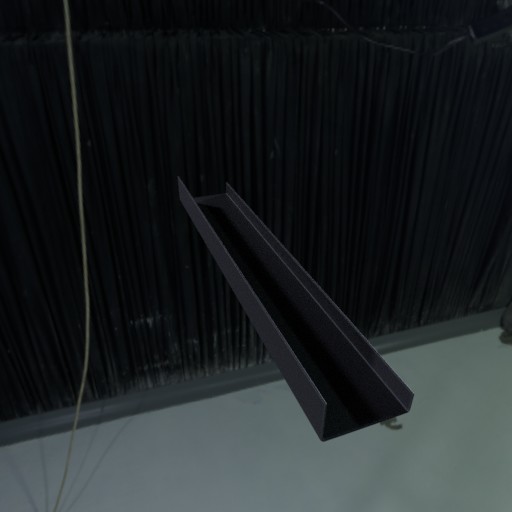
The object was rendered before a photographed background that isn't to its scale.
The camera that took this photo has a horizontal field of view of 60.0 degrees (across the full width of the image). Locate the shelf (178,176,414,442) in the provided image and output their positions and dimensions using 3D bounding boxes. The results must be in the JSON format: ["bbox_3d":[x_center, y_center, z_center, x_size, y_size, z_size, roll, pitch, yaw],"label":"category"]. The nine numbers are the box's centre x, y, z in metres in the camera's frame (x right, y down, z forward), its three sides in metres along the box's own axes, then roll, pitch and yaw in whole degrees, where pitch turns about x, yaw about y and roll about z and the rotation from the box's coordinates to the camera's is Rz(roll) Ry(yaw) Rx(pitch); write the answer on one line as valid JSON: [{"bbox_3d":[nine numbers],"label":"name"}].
[{"bbox_3d":[0.000,0.000,0.660,0.102,0.053,0.605,-11,32,-18],"label":"shelf"}]
